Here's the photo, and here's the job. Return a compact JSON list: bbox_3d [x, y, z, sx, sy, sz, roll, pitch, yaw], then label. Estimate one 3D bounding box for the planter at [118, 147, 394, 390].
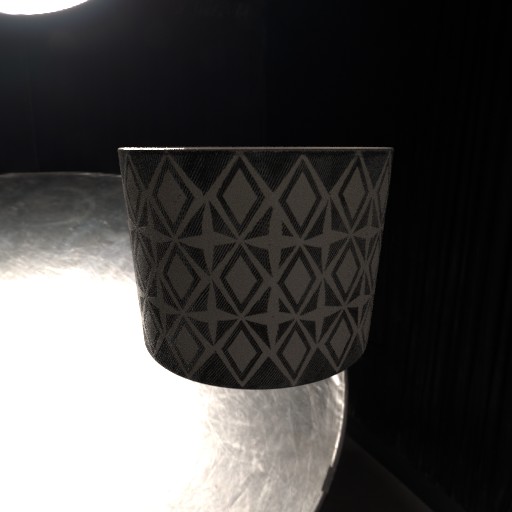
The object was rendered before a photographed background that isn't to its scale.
[{"bbox_3d":[0.000,0.000,0.462,0.260,0.220,0.260,0,14,0],"label":"planter"}]
